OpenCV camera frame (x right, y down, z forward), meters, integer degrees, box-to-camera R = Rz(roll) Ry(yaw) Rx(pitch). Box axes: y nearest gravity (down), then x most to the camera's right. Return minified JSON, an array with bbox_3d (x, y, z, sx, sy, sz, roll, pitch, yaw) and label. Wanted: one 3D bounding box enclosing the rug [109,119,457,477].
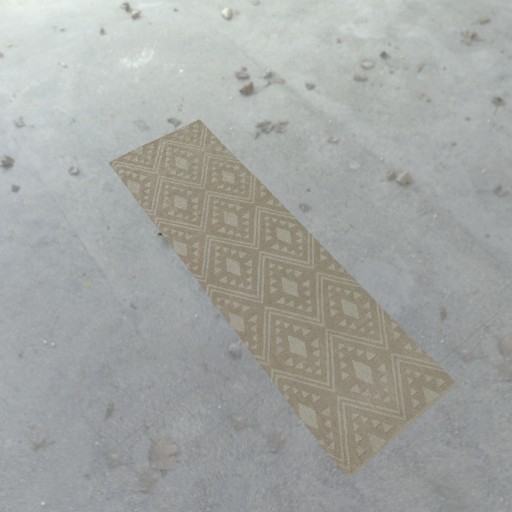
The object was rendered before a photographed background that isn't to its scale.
[{"bbox_3d":[0.000,0.000,2.668,0.752,0.051,2.452,-32,63,-18],"label":"rug"}]
